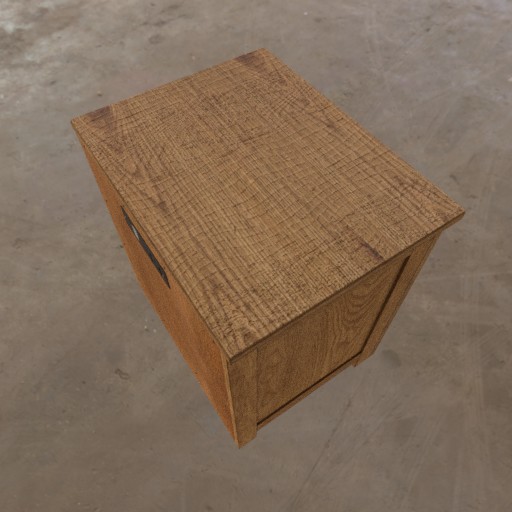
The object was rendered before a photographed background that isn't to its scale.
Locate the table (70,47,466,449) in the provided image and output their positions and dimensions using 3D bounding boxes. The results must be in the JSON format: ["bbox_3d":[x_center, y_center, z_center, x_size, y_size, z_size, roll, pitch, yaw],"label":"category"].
[{"bbox_3d":[0.000,0.000,1.071,0.494,0.625,0.601,-29,60,-19],"label":"table"}]
